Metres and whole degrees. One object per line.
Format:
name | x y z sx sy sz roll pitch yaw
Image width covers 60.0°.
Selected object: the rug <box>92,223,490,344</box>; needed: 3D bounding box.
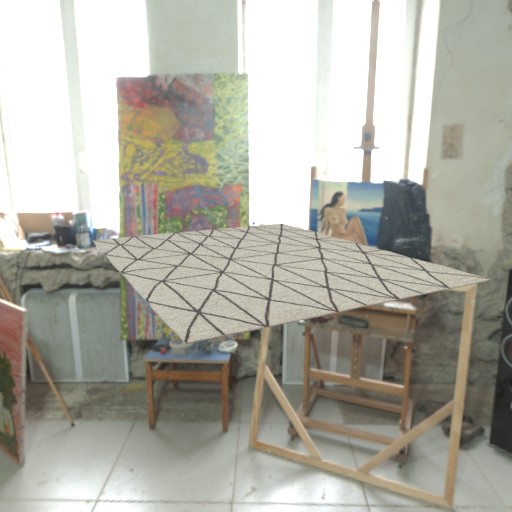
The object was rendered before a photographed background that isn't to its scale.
rug | 0.000 0.000 4.120 2.468 0.022 3.061 -7 15 -27
